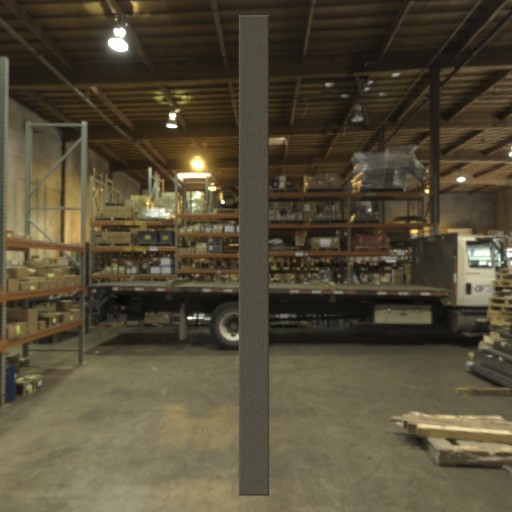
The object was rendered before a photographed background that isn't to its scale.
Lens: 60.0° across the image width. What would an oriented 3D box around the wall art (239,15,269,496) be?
[{"bbox_3d":[0.000,0.000,0.770,0.038,0.608,0.418,0,-1,1],"label":"wall art"}]
